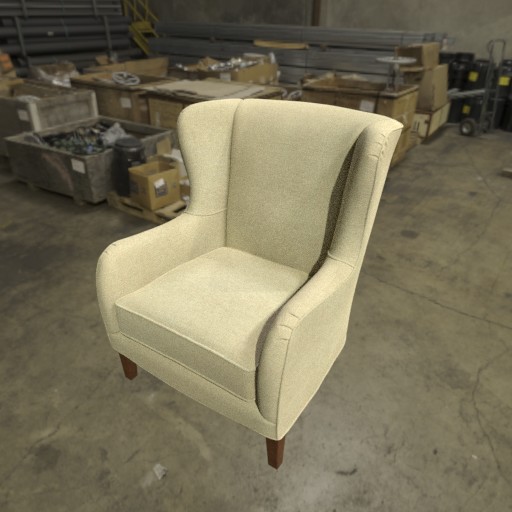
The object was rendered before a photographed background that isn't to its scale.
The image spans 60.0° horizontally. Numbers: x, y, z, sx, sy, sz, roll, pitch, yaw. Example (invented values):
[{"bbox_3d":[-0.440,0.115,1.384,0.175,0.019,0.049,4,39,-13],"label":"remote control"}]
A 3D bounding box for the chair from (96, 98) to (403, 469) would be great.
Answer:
[{"bbox_3d":[0.000,0.000,1.748,0.838,1.040,0.966,19,35,29],"label":"chair"}]
